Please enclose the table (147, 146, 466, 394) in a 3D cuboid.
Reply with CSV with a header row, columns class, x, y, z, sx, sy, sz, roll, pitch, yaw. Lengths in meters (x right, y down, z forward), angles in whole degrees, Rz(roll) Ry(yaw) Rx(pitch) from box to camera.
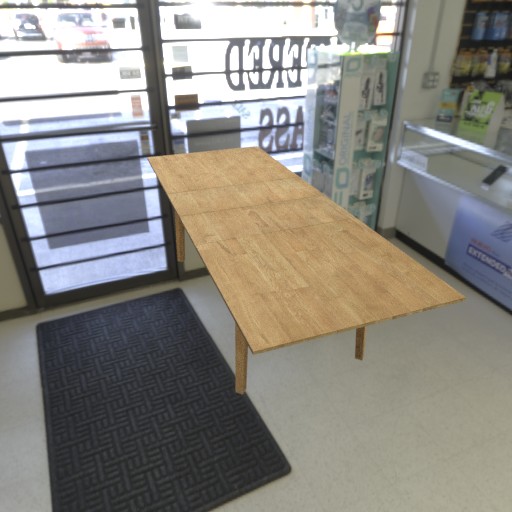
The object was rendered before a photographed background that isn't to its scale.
class,x,y,z,sx,sy,sz,roll,pitch,yaw
table,0.000,0.000,3.045,1.000,0.752,2.603,-10,31,-18
